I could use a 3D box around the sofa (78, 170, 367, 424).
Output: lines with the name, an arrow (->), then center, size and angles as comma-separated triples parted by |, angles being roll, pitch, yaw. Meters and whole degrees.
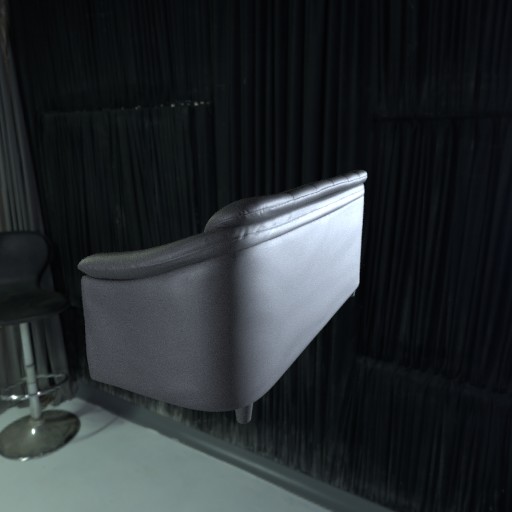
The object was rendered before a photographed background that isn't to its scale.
sofa -> 0.000, 0.000, 2.278 | 0.800, 0.811, 1.829 | 7, 17, 26
